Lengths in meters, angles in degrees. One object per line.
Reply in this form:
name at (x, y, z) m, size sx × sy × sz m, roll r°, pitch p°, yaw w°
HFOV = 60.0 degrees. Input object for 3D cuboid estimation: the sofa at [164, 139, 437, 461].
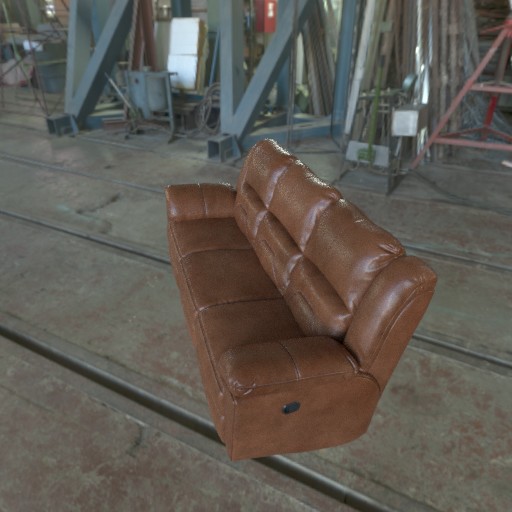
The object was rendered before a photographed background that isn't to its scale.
sofa at (0.000, 0.000, 2.881) m, size 0.991 × 1.043 × 2.337 m, roll -9°, pitch 31°, yaw -14°
